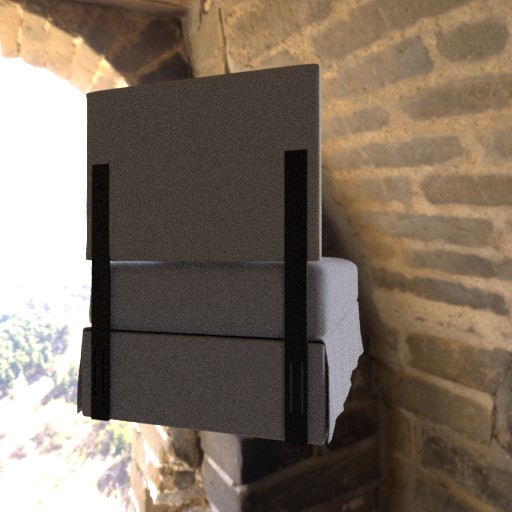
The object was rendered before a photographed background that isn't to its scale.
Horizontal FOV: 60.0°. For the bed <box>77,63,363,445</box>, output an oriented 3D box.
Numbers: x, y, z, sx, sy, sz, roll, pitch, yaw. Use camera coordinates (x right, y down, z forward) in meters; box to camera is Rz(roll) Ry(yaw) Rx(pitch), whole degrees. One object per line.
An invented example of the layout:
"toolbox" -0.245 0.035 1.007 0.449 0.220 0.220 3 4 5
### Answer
"bed" 0.000 0.000 2.902 1.261 1.571 1.997 0 -1 17
